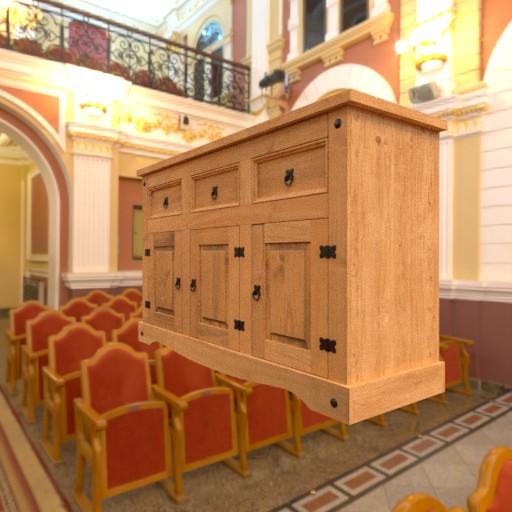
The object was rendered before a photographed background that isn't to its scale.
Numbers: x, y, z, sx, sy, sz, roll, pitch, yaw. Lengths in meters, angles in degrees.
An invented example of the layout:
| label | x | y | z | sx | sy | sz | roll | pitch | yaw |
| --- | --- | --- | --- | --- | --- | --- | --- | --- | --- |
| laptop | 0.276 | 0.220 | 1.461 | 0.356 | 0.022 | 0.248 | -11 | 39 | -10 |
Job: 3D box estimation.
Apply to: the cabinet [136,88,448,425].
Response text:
| label | x | y | z | sx | sy | sz | roll | pitch | yaw |
| --- | --- | --- | --- | --- | --- | --- | --- | --- | --- |
| cabinet | 0.000 | 0.000 | 1.719 | 0.432 | 0.810 | 1.321 | 0 | 0 | -37 |
